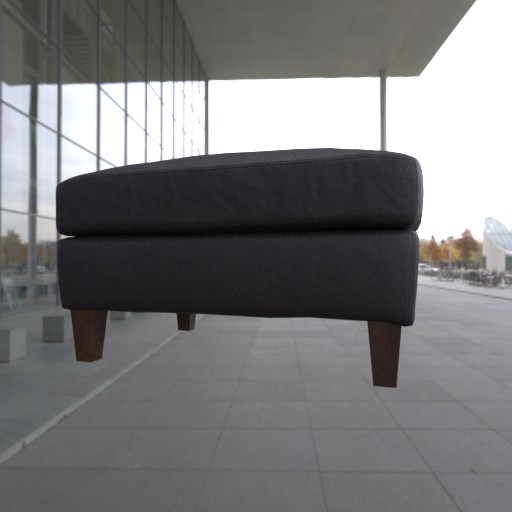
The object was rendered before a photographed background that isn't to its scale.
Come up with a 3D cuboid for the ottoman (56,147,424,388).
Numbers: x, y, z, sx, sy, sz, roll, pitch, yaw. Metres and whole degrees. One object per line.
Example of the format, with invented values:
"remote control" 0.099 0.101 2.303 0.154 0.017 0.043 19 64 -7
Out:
"ottoman" 0.000 0.000 1.258 0.887 0.529 0.659 0 -1 18
